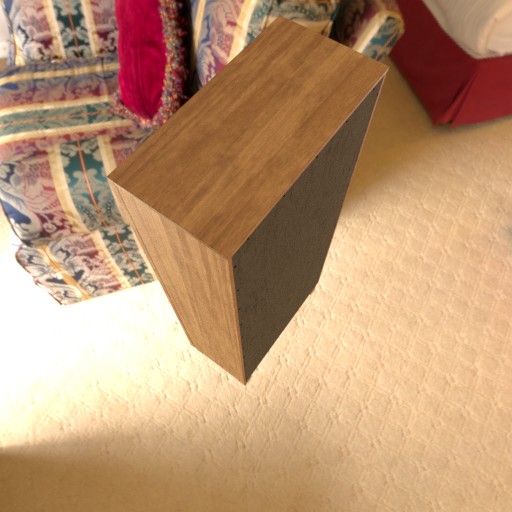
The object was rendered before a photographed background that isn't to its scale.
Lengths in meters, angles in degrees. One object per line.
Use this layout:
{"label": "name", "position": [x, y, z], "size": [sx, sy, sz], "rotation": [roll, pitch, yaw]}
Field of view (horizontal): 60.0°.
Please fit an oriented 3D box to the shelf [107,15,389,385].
{"label": "shelf", "position": [0.000, 0.000, 2.221], "size": [0.453, 1.930, 0.864], "rotation": [33, 68, 15]}
